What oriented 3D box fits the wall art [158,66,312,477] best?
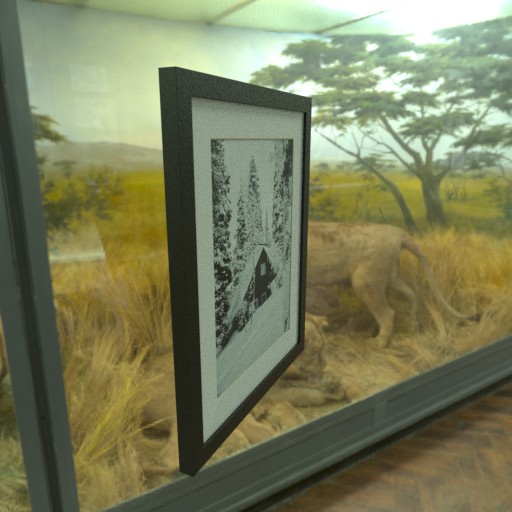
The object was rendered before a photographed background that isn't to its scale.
[{"bbox_3d":[0.000,0.000,0.554,0.018,0.397,0.325,7,17,26],"label":"wall art"}]
